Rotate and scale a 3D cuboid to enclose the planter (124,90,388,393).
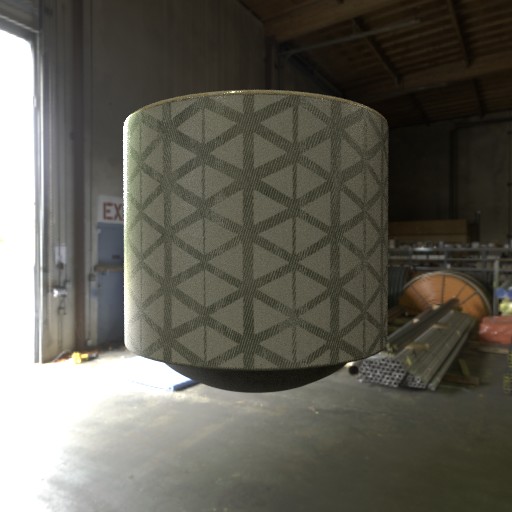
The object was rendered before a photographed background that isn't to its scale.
[{"bbox_3d":[0.000,0.000,0.333,0.190,0.181,0.190,0,1,0],"label":"planter"}]
